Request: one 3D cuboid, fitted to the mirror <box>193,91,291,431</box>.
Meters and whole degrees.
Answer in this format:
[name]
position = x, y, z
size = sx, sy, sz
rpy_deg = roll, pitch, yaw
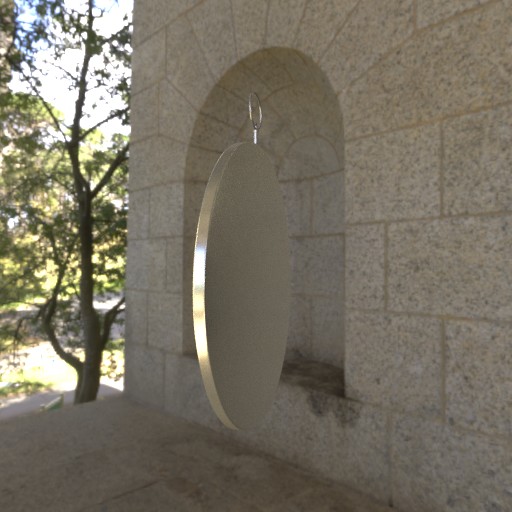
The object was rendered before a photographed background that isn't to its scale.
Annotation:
[mirror]
position = 0.000, 0.000, 0.959
size = 0.020, 0.713, 0.594
rpy_deg = 0, -1, 17
